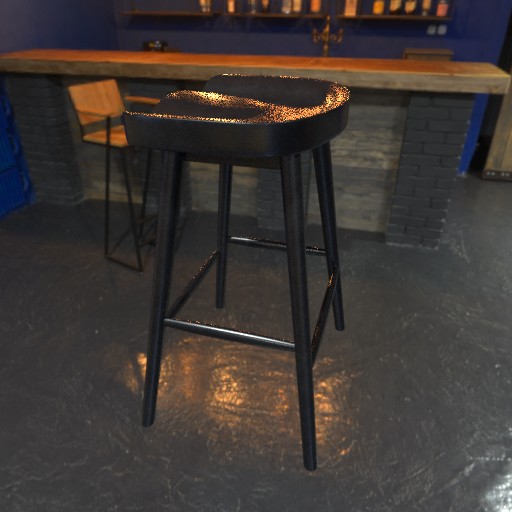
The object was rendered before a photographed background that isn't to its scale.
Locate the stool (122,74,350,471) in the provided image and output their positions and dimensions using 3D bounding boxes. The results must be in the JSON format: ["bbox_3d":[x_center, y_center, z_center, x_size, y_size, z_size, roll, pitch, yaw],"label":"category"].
[{"bbox_3d":[0.000,0.000,0.880,0.361,0.615,0.440,9,31,14],"label":"stool"}]
